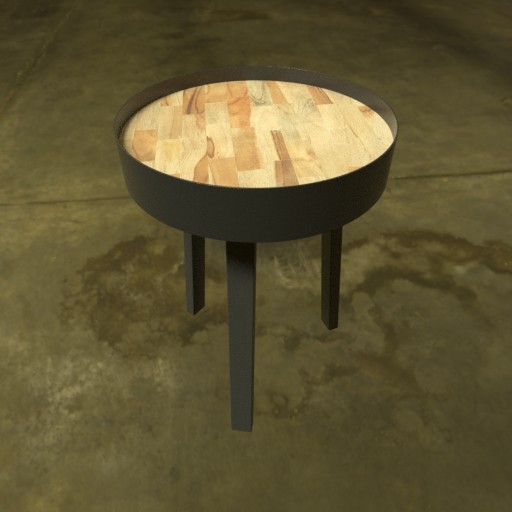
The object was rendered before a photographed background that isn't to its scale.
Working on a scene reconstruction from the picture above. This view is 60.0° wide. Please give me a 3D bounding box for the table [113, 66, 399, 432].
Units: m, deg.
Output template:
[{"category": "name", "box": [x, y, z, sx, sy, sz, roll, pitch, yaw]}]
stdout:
[{"category": "table", "box": [0.000, 0.000, 0.834, 0.406, 0.559, 0.406, 0, 41, 0]}]
